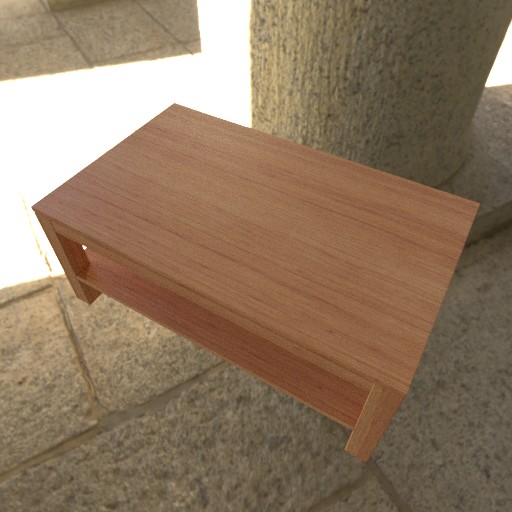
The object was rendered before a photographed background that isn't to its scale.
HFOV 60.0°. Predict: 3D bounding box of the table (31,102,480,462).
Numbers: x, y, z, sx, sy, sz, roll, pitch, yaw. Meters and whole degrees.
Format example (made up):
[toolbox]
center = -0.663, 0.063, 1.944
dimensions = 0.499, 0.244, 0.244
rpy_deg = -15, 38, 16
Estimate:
[table]
center = 0.000, 0.000, 1.491
dimensions = 1.146, 0.457, 0.695
rpy_deg = 24, 53, 20
